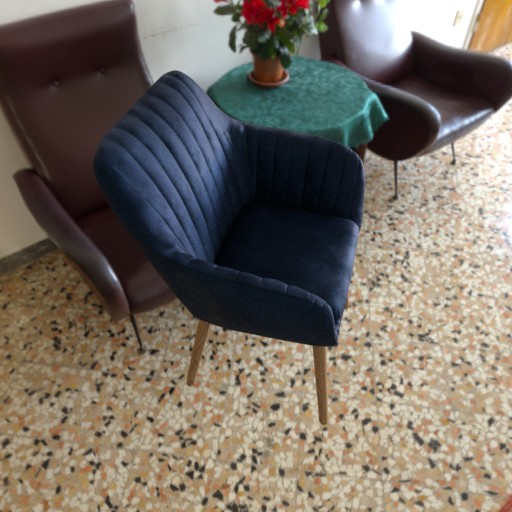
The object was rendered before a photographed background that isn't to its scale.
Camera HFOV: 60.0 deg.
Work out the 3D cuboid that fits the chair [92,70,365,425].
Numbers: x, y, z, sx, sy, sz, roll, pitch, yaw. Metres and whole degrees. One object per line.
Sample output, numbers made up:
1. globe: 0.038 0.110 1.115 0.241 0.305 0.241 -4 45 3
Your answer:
1. chair: 0.000 0.000 1.218 0.573 0.826 0.578 12 48 11
